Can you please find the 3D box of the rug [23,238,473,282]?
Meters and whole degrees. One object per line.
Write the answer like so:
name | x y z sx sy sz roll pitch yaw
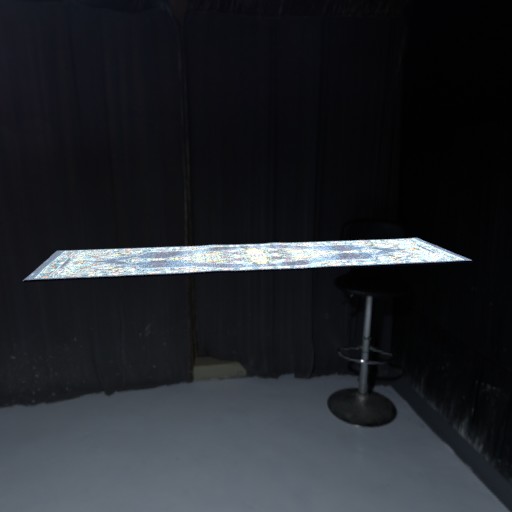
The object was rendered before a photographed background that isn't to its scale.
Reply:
rug | 0.000 0.000 2.499 2.283 0.016 0.602 -2 14 -9
